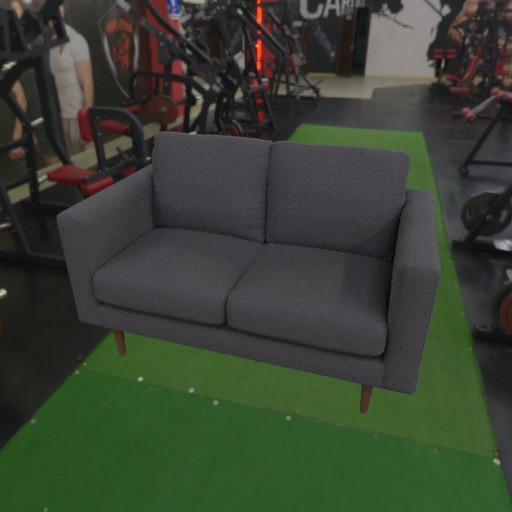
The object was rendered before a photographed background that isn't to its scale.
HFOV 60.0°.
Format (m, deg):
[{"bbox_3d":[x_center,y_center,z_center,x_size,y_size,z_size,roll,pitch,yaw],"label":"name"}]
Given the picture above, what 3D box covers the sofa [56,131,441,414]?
[{"bbox_3d":[0.000,0.000,1.951,1.430,0.908,0.796,9,29,16],"label":"sofa"}]
